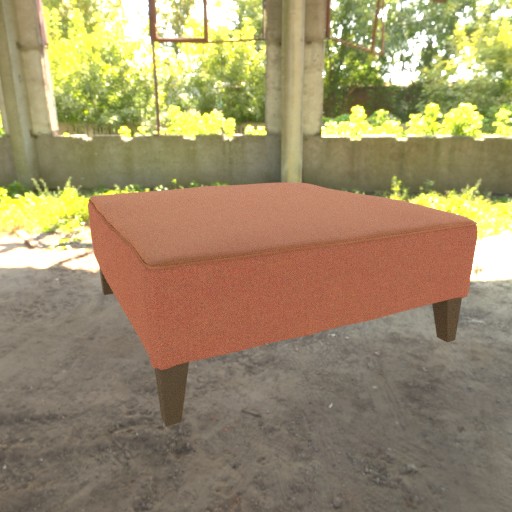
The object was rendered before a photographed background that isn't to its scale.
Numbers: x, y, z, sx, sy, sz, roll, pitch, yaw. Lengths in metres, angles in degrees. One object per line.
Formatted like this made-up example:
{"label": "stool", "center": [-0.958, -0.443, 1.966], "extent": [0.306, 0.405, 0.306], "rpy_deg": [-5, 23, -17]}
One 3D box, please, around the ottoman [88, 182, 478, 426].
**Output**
{"label": "ottoman", "center": [0.000, 0.000, 1.555], "extent": [0.999, 0.438, 0.997], "rpy_deg": [-8, 18, -25]}
